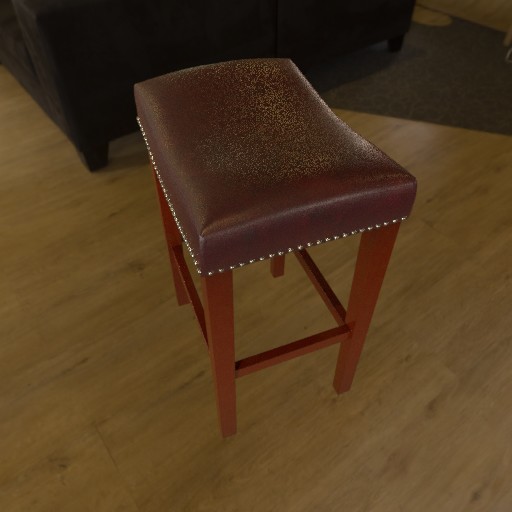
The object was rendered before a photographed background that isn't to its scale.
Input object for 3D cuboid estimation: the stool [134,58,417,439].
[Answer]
[{"bbox_3d":[0.000,0.000,1.052,0.372,0.742,0.504,-16,48,-14],"label":"stool"}]
